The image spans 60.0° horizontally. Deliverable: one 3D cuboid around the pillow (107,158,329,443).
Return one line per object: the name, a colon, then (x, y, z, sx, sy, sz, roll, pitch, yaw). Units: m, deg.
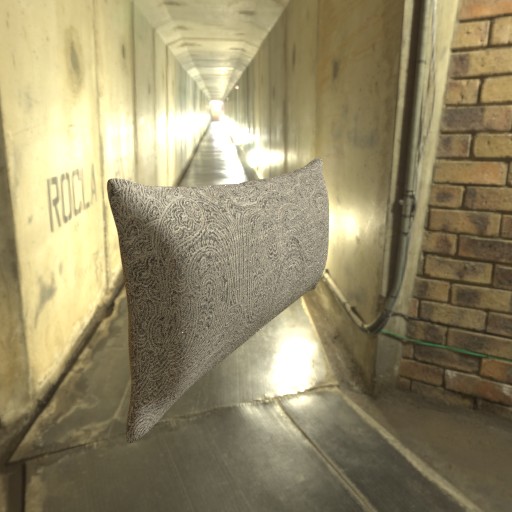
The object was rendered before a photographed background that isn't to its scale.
pillow: (0.000, 0.000, 0.722, 0.151, 0.295, 0.615, 7, 16, 26)
